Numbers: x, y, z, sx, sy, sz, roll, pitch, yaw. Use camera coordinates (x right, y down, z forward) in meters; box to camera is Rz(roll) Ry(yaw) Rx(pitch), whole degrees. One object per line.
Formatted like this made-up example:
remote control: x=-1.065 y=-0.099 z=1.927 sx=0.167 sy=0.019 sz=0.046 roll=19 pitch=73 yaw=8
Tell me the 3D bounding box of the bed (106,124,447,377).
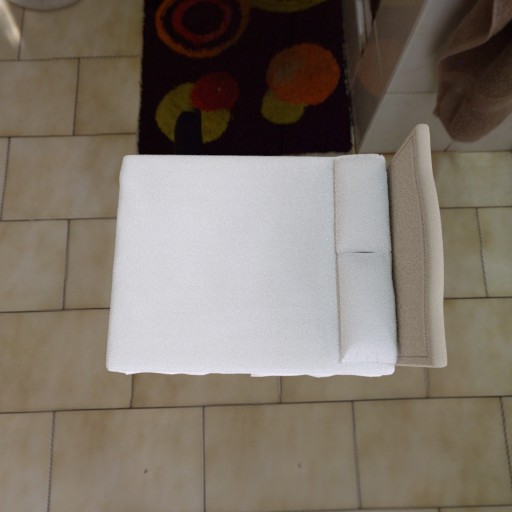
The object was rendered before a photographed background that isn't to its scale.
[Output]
bed: x=0.000 y=0.000 z=3.623 sx=2.477 sy=1.437 sz=1.977 roll=1 pitch=78 yaw=0
